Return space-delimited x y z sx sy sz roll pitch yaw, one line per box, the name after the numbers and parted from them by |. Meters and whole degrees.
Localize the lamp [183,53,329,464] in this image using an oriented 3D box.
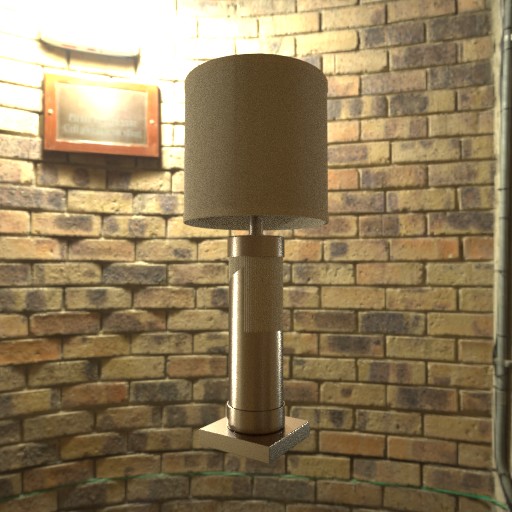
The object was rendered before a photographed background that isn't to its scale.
0.000 0.000 0.622 0.202 0.509 0.202 -1 -2 33 | lamp
